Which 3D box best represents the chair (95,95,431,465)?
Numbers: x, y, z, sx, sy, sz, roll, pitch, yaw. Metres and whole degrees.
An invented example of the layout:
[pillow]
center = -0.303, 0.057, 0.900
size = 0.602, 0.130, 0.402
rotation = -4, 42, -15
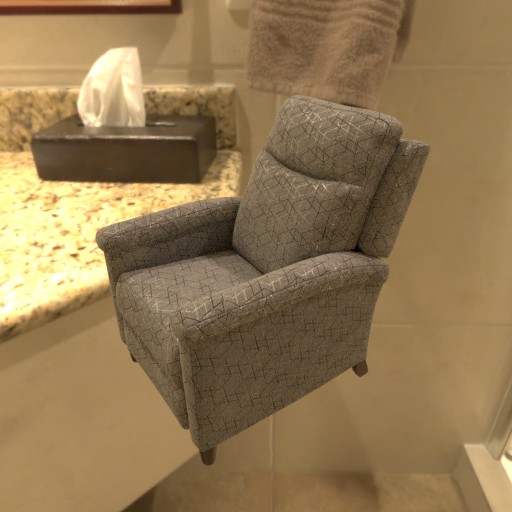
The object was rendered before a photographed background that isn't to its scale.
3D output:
[chair]
center = 0.000, 0.000, 1.694
size = 0.987, 1.048, 0.753
rotation = -20, 36, -31
